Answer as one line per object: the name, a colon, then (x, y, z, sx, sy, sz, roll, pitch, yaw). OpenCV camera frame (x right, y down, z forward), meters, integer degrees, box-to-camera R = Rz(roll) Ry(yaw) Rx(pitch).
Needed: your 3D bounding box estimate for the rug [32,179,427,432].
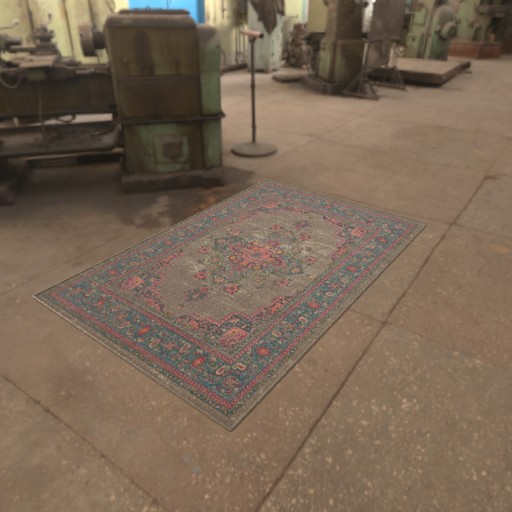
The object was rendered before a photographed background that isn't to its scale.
rug: (0.000, 0.000, 2.236, 1.144, 0.014, 1.748, 21, 37, 31)
